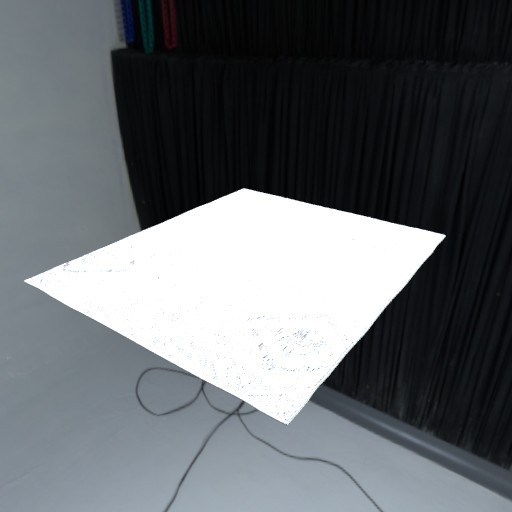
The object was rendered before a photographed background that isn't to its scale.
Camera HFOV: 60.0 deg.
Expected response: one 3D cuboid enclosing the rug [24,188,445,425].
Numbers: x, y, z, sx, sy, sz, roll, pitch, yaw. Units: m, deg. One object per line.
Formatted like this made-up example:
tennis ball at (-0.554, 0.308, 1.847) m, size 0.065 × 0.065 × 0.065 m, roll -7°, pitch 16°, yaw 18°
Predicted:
rug at (0.000, 0.000, 0.866) m, size 0.548 × 0.006 × 0.639 m, roll 18°, pitch 32°, yaw 32°
